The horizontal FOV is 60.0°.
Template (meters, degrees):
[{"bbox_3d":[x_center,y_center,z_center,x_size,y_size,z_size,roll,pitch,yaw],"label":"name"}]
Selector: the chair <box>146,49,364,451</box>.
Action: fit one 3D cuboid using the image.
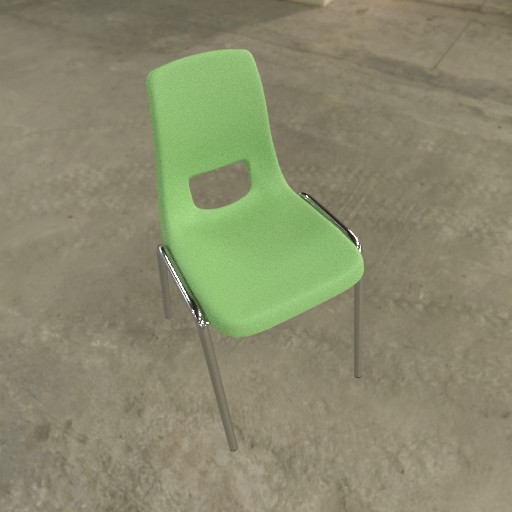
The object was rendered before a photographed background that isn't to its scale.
[{"bbox_3d":[0.000,0.000,0.945,0.381,0.704,0.436,-23,50,-20],"label":"chair"}]
